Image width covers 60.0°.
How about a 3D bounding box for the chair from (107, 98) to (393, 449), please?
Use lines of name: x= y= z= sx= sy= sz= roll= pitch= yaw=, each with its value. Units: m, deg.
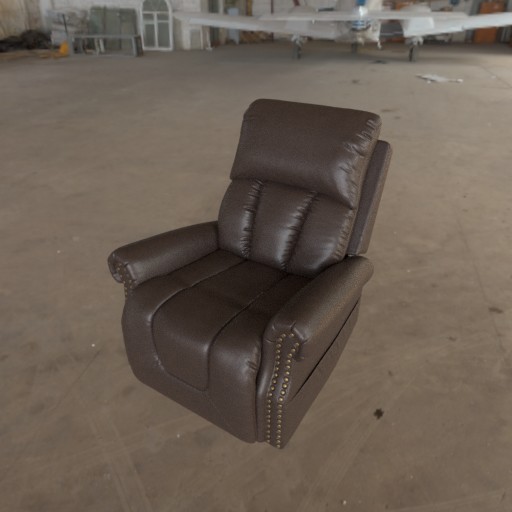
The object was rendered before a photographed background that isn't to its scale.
chair: x=0.000 y=0.000 z=1.754 sx=0.869 sy=1.028 sz=0.978 roll=18 pitch=35 yaw=29
